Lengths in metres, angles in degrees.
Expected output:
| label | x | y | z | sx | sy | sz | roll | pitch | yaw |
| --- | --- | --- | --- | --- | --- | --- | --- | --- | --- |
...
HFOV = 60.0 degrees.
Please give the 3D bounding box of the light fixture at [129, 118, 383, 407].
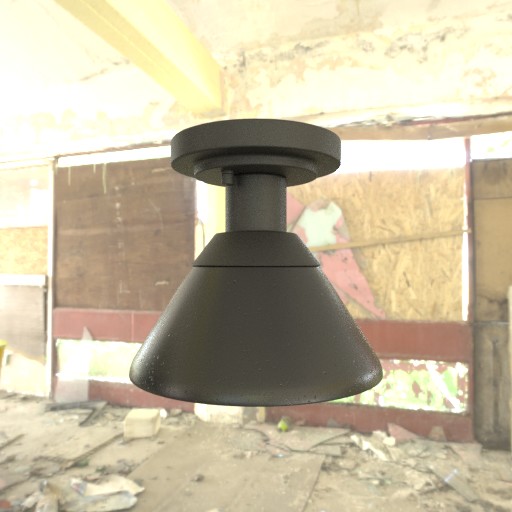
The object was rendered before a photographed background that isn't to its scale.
| label | x | y | z | sx | sy | sz | roll | pitch | yaw |
| --- | --- | --- | --- | --- | --- | --- | --- | --- | --- |
| light fixture | 0.000 | 0.000 | 0.365 | 0.200 | 0.183 | 0.200 | 0 | -1 | 0 |
